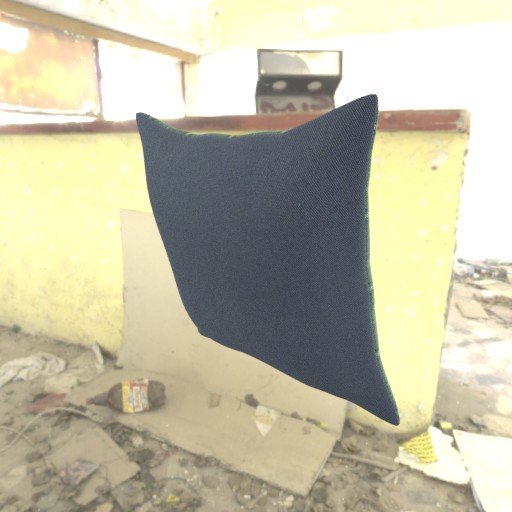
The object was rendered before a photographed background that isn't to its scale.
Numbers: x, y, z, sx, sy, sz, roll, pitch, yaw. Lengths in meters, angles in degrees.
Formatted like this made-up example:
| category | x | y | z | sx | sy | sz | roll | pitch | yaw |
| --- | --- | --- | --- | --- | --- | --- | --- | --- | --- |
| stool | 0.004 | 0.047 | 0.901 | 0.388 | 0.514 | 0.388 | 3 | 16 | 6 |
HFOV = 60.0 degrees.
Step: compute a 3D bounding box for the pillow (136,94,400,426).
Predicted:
| category | x | y | z | sx | sy | sz | roll | pitch | yaw |
| --- | --- | --- | --- | --- | --- | --- | --- | --- | --- |
| pillow | 0.000 | 0.000 | 0.671 | 0.200 | 0.430 | 0.453 | -14 | 20 | -42 |
